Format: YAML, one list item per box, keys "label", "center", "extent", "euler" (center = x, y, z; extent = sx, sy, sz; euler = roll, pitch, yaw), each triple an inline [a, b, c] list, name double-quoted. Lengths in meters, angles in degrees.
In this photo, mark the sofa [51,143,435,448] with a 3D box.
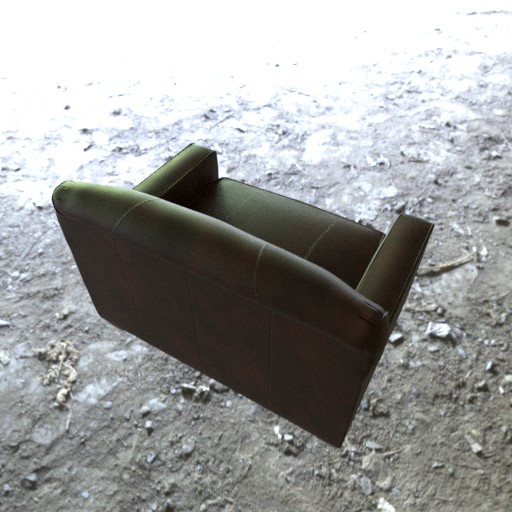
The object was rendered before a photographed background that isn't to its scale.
- label: "sofa"
  center: [0.000, 0.000, 2.108]
  extent: [1.413, 0.956, 1.000]
  euler: [23, 50, 21]
